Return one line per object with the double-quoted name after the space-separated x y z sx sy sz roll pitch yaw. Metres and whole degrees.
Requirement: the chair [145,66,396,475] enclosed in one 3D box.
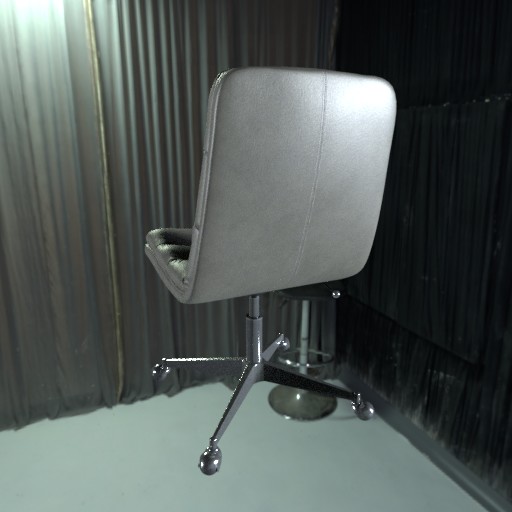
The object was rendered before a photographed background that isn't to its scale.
0.000 0.000 0.998 0.422 0.738 0.485 -8 17 -26 "chair"
